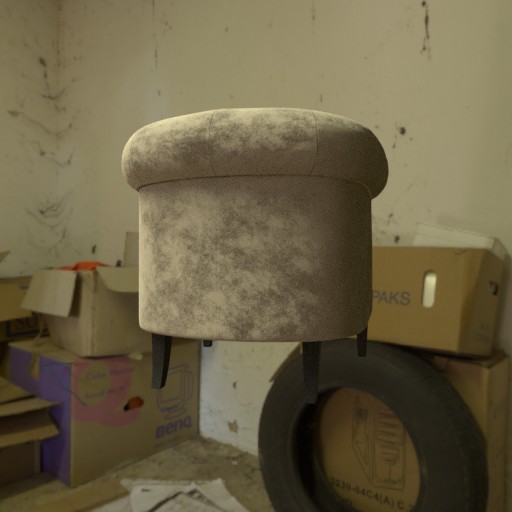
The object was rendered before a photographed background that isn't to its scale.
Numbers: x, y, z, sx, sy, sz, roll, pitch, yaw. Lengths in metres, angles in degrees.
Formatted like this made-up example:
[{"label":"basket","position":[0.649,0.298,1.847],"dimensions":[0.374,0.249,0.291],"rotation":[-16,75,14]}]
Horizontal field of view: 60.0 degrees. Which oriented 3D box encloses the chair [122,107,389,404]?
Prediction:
[{"label":"chair","position":[0.000,0.000,1.578],"dimensions":[0.904,0.826,0.851],"rotation":[0,0,17]}]
